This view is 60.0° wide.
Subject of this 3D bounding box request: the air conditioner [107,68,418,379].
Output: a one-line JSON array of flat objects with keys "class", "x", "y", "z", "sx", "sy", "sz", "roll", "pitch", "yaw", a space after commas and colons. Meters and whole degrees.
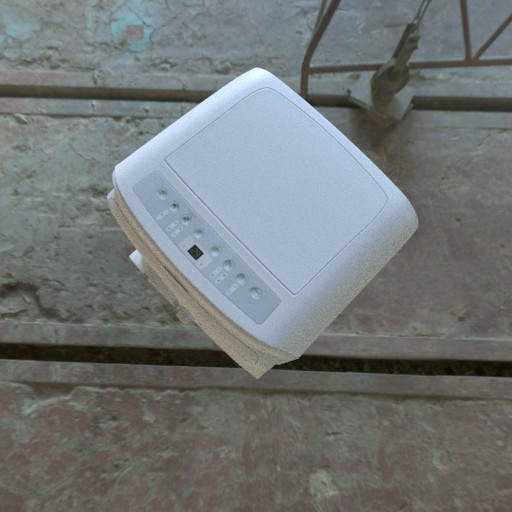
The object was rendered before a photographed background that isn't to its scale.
[{"class": "air conditioner", "x": 0.000, "y": 0.000, "z": 1.070, "sx": 0.467, "sy": 0.765, "sz": 0.478, "roll": -43, "pitch": 80, "yaw": -9}]
